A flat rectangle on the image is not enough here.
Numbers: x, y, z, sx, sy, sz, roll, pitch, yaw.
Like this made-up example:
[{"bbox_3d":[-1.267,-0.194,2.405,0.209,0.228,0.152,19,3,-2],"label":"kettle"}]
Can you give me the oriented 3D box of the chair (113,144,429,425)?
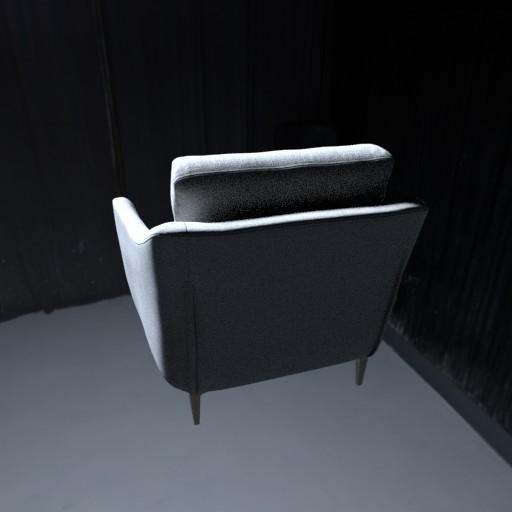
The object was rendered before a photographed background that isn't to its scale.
[{"bbox_3d":[0.000,0.000,1.680,0.986,0.902,0.961,-8,27,-16],"label":"chair"}]
